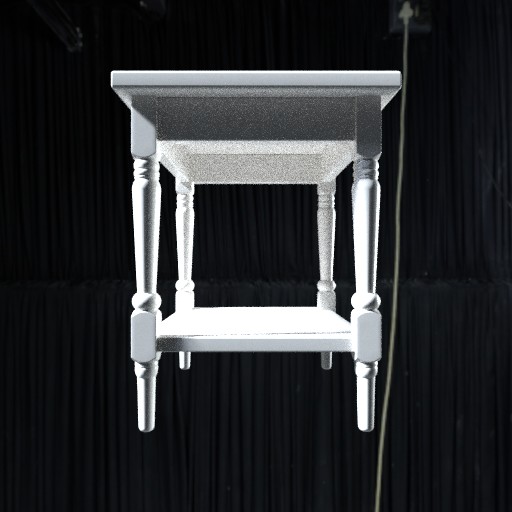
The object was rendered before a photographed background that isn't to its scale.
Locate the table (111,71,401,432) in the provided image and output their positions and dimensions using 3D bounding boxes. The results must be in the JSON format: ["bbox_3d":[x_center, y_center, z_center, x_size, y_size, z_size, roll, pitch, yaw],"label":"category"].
[{"bbox_3d":[0.000,0.000,0.917,0.442,0.565,0.488,0,0,0],"label":"table"}]
